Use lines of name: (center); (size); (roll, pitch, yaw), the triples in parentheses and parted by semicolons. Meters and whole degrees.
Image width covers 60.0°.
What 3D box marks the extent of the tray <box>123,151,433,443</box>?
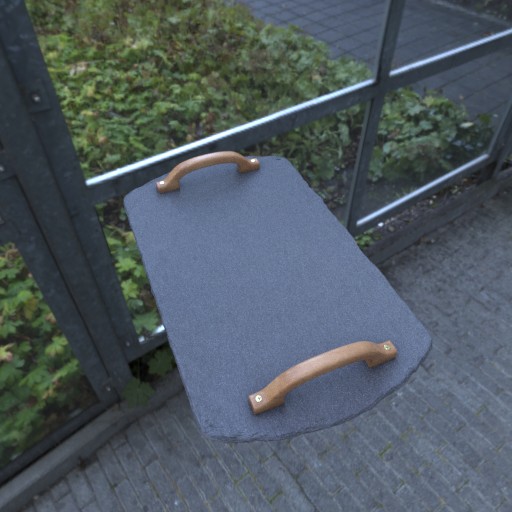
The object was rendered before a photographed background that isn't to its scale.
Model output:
tray: (0.000, 0.000, 0.478); (0.231, 0.062, 0.387); (-17, 49, -15)
